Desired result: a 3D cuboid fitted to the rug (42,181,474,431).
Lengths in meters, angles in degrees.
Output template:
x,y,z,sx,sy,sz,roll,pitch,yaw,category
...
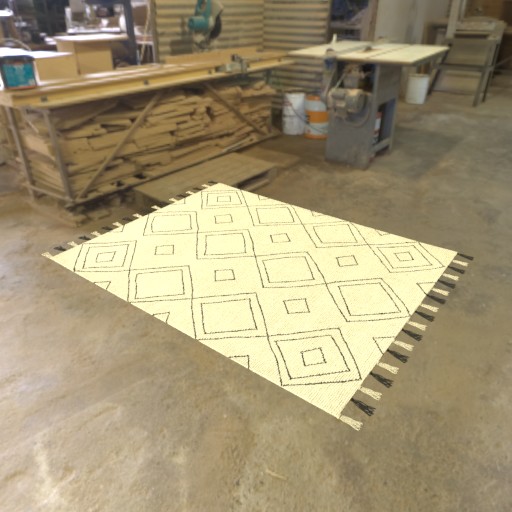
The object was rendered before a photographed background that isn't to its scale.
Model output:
x,y,z,sx,sy,sz,roll,pitch,yaw,category
0.000,0.000,4.067,3.221,0.026,2.342,21,36,31,rug
